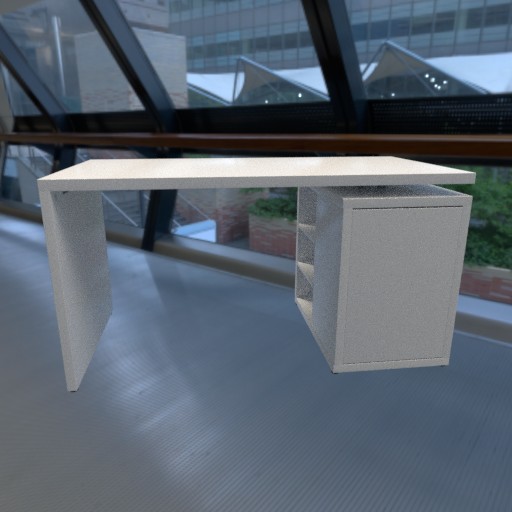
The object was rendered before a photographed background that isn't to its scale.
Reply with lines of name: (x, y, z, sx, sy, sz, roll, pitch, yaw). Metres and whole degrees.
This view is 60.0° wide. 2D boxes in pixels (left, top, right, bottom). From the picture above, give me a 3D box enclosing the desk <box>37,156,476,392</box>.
desk: (0.000, 0.000, 1.837, 1.400, 0.740, 0.690, -2, 17, -7)
